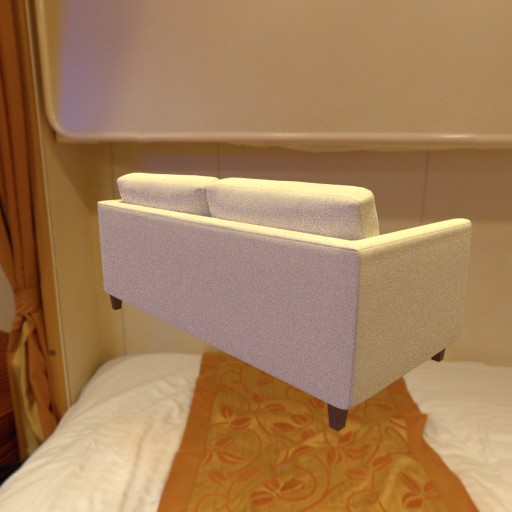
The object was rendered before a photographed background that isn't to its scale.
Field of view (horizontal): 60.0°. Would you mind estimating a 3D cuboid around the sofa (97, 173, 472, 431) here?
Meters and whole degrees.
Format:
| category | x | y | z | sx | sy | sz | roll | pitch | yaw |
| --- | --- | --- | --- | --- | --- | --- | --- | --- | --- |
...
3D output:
| category | x | y | z | sx | sy | sz | roll | pitch | yaw |
| --- | --- | --- | --- | --- | --- | --- | --- | --- | --- |
| sofa | 0.000 | 0.000 | 2.477 | 0.965 | 0.889 | 1.981 | -12 | 17 | -42 |
